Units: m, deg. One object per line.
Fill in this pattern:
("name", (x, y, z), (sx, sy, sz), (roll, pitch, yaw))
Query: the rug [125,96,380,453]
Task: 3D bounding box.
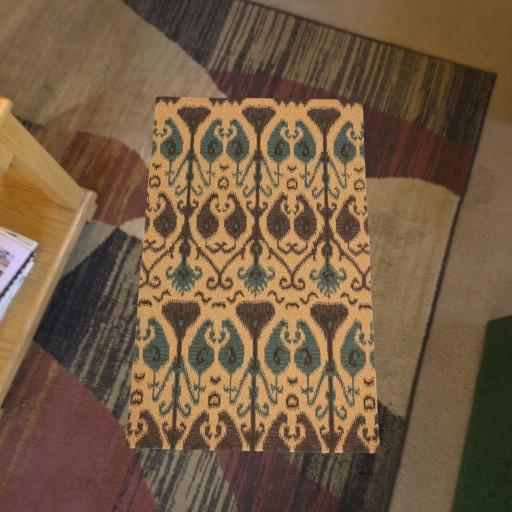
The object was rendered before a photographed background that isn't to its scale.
("rug", (0.000, 0.000, 2.080), (1.072, 0.013, 1.698), (1, 75, 0))
